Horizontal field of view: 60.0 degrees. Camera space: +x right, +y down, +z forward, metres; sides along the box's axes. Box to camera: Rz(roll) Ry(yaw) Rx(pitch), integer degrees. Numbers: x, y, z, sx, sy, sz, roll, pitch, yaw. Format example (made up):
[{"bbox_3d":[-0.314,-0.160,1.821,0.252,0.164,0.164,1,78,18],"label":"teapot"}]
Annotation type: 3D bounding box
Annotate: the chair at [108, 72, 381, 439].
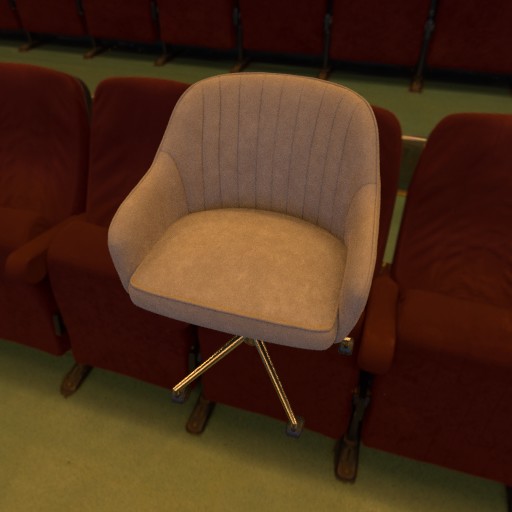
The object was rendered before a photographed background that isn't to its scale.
[{"bbox_3d":[0.000,0.000,1.253,0.635,0.831,0.573,11,41,13],"label":"chair"}]
